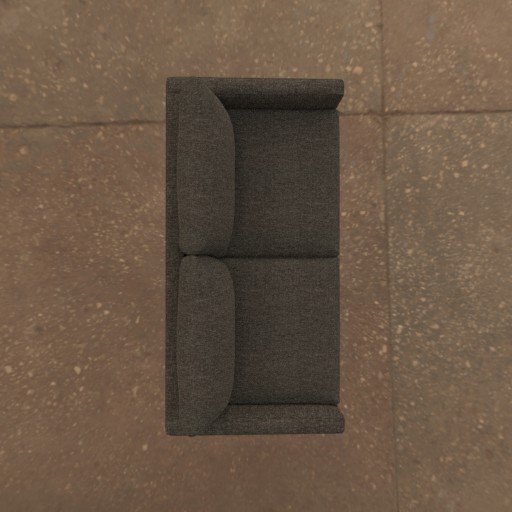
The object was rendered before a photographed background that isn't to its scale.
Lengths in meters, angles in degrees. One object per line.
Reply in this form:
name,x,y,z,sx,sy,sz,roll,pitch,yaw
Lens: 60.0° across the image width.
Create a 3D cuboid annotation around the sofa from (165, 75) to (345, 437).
sofa,0.000,0.000,2.278,0.866,0.862,1.716,0,90,-2
